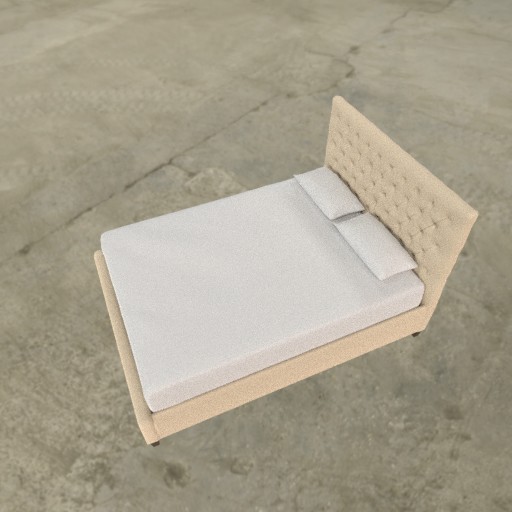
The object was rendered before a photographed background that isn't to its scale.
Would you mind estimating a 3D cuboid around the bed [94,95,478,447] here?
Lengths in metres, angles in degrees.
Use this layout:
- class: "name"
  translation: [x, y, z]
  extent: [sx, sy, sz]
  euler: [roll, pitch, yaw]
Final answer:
- class: "bed"
  translation: [0.000, 0.000, 3.487]
  extent: [2.387, 1.427, 1.698]
  euler: [-18, 50, -16]
